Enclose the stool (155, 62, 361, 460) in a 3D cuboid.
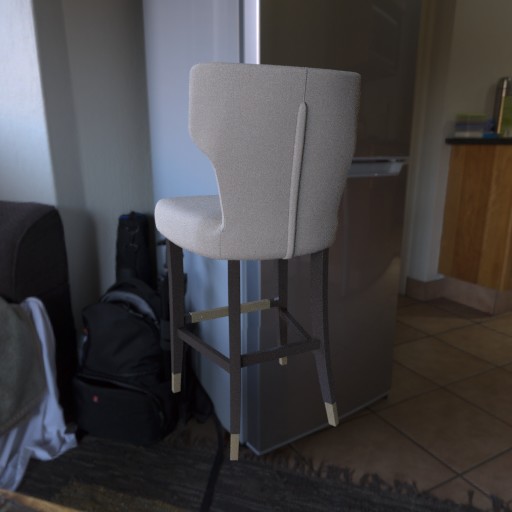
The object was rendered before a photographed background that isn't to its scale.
[{"bbox_3d":[0.000,0.000,1.437,0.526,1.092,0.563,-7,17,-25],"label":"stool"}]
